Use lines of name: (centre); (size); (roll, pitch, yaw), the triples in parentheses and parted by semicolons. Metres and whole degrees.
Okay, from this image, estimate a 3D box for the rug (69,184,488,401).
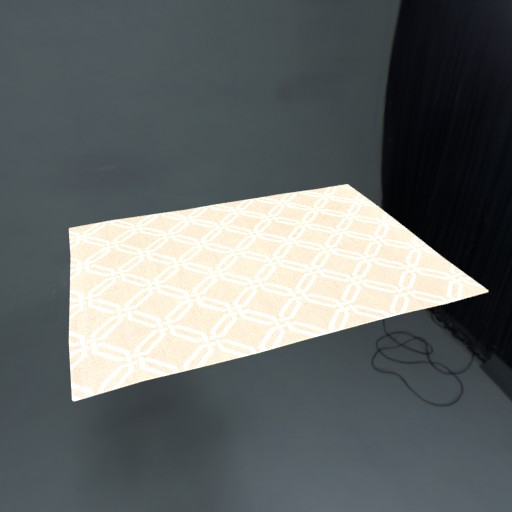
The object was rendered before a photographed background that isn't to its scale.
rug: (0.000, 0.000, 2.675); (2.135, 0.013, 1.524); (-11, 34, -17)
